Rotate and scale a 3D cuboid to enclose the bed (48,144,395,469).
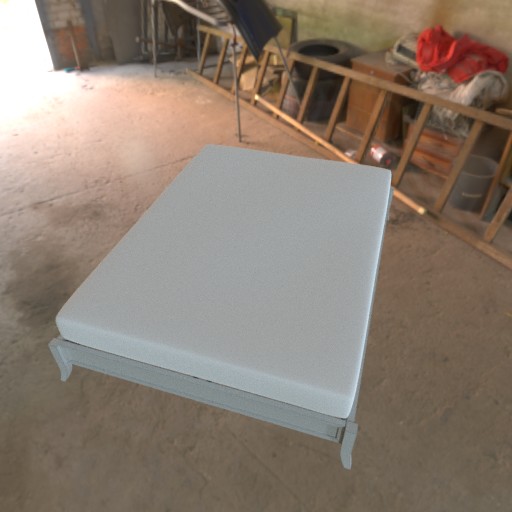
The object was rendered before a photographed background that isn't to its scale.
[{"bbox_3d":[0.000,0.000,2.866,1.604,0.510,2.108,12,42,13],"label":"bed"}]
